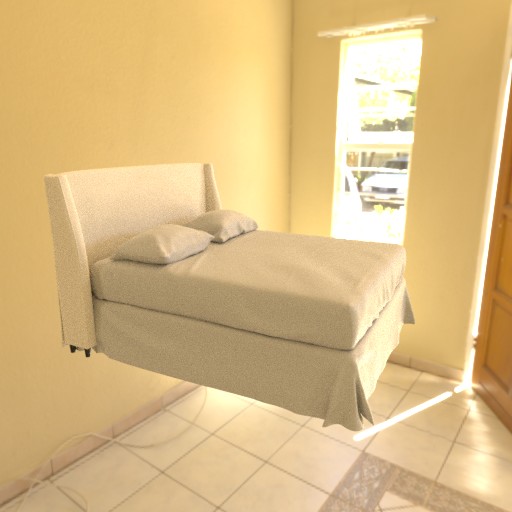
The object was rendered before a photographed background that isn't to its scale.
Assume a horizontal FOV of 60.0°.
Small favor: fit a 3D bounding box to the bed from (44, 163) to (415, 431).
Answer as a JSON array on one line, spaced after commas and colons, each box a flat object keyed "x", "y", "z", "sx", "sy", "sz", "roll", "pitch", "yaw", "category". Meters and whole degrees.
[{"x": 0.000, "y": 0.000, "z": 3.456, "sx": 2.276, "sy": 1.332, "sz": 1.925, "roll": 7, "pitch": 16, "yaw": 26, "category": "bed"}]
